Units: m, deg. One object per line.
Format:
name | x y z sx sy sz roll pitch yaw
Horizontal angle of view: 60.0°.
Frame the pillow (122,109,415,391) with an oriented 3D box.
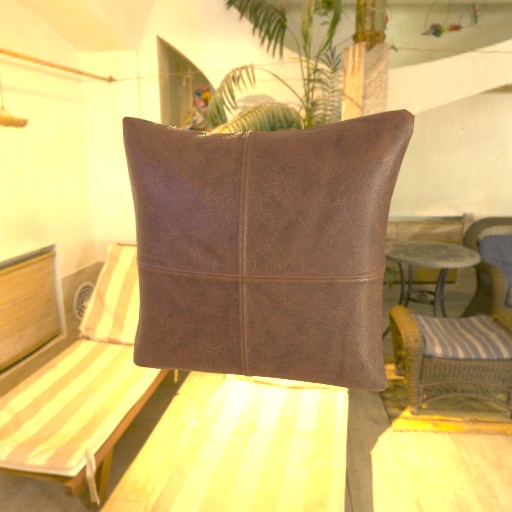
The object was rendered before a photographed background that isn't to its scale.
pillow | 0.000 0.000 0.753 0.484 0.470 0.192 2 14 10
